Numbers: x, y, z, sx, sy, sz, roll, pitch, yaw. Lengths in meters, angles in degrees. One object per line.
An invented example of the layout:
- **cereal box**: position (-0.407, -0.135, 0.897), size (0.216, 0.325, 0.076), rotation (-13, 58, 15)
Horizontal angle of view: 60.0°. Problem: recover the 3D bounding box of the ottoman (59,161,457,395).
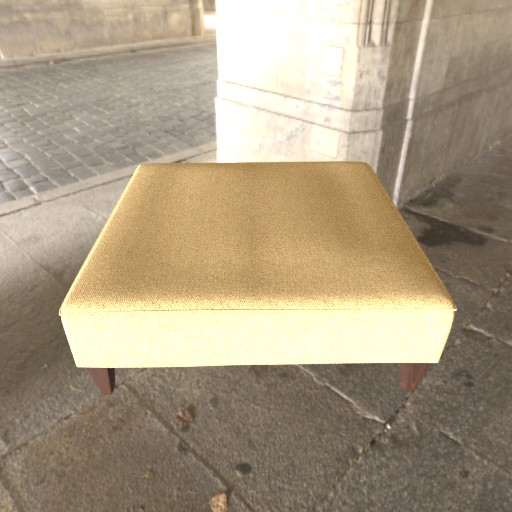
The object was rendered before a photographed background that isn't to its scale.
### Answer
- **ottoman**: position (0.000, 0.000, 1.551), size (0.981, 0.378, 0.970), rotation (-1, 33, -1)
